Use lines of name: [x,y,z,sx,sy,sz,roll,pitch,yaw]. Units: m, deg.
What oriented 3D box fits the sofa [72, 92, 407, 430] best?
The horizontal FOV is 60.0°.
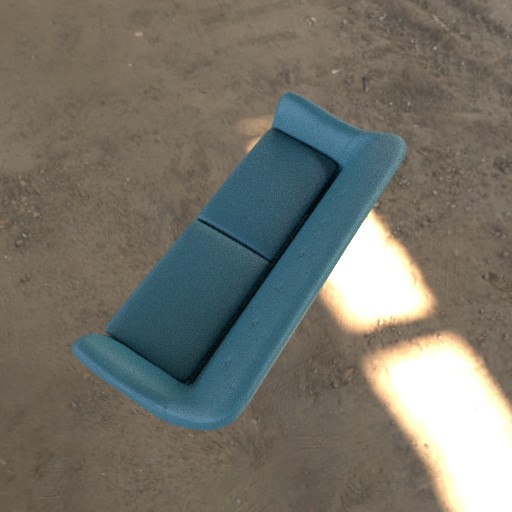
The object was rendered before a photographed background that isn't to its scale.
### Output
sofa: [0.000,0.000,2.341,0.820,0.836,1.840,31,68,14]
